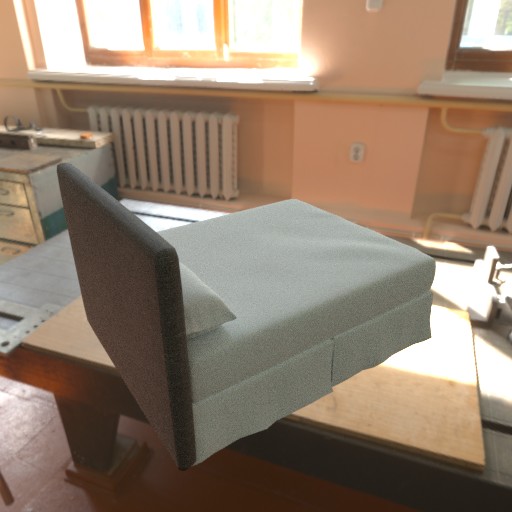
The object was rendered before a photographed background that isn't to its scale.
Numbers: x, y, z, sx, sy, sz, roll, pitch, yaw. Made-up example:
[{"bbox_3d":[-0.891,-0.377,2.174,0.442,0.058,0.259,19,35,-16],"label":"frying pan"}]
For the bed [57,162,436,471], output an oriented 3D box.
[{"bbox_3d":[0.000,0.000,3.154,2.142,1.330,1.723,-17,31,-31],"label":"bed"}]
